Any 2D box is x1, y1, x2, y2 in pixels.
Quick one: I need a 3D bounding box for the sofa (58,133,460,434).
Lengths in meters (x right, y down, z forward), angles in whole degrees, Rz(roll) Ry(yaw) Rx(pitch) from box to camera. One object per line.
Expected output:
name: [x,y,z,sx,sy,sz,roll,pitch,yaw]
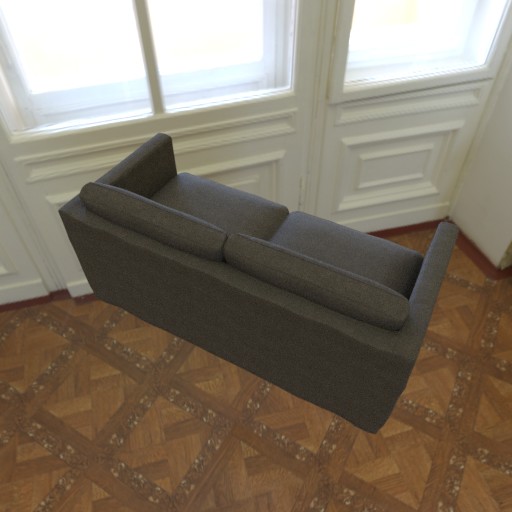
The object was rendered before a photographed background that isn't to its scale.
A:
sofa: [0.000,0.000,2.562,1.982,0.855,0.953,21,50,19]
